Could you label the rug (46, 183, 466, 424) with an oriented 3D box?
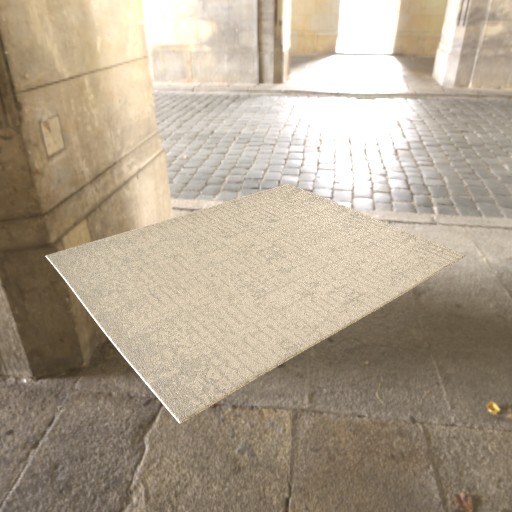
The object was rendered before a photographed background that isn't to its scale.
[{"bbox_3d":[0.000,0.000,4.110,3.061,0.014,2.447,-22,36,-33],"label":"rug"}]
